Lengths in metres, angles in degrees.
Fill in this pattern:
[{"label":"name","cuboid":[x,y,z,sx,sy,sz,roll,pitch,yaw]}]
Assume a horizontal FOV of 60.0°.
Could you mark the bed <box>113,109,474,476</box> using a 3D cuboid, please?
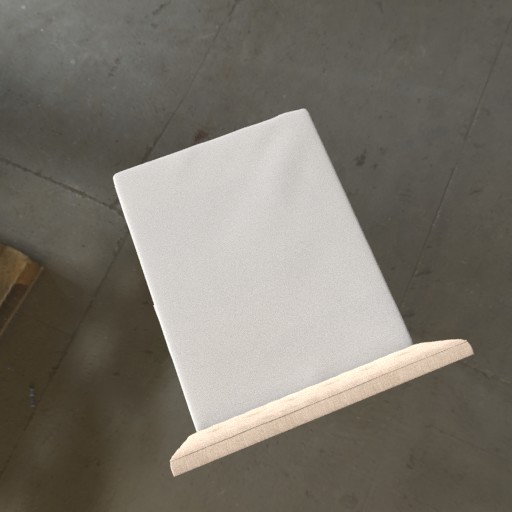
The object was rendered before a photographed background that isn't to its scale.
[{"label":"bed","cuboid":[0.000,0.000,2.956,1.643,1.270,1.978,-20,78,-5]}]
